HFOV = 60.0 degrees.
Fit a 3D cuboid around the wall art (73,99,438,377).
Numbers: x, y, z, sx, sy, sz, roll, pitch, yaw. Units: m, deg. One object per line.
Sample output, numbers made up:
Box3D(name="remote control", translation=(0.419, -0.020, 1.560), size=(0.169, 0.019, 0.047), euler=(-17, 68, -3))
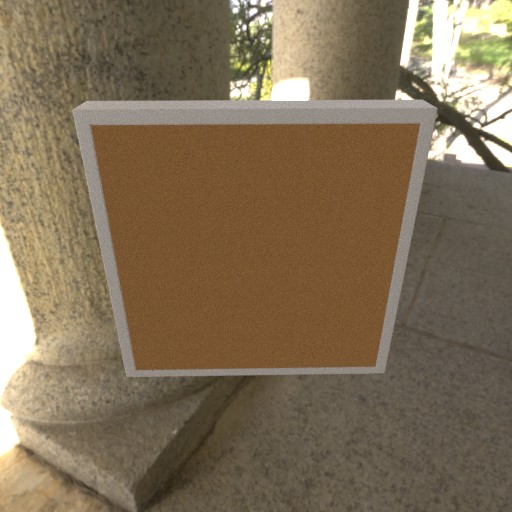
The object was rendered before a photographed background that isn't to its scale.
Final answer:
Box3D(name="wall art", translation=(0.000, 0.000, 0.462), size=(0.305, 0.305, 0.037), euler=(-1, 30, -1))
